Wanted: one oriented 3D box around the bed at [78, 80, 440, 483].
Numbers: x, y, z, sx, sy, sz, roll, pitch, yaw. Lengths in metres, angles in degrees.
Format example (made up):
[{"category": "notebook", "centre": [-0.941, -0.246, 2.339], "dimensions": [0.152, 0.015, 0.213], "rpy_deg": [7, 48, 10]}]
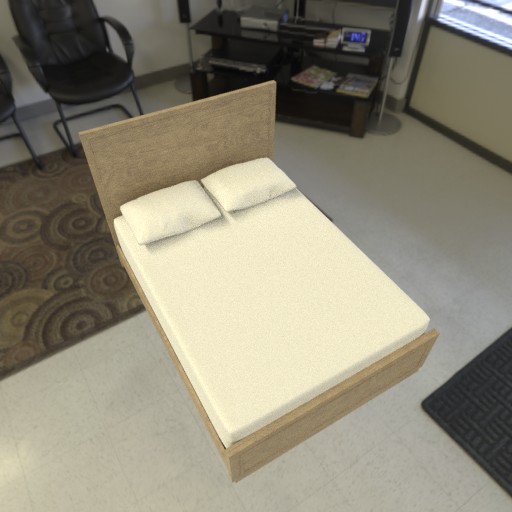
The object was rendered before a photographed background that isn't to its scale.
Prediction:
[{"category": "bed", "centre": [0.000, 0.000, 3.227], "dimensions": [1.606, 1.369, 2.189], "rpy_deg": [-23, 51, -20]}]
